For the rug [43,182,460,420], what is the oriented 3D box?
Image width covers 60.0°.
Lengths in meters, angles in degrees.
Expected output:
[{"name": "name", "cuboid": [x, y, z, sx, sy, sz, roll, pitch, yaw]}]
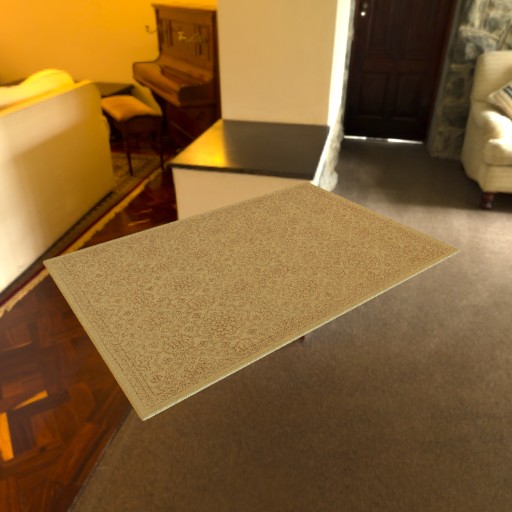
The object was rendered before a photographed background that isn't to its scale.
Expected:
[{"name": "rug", "cuboid": [0.000, 0.000, 2.325, 1.829, 0.010, 1.219, -21, 37, -31]}]
